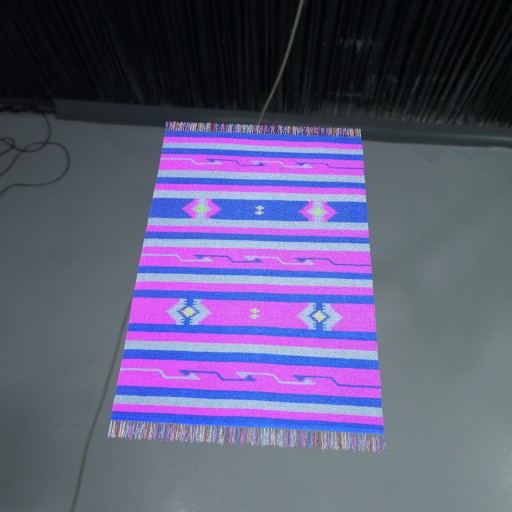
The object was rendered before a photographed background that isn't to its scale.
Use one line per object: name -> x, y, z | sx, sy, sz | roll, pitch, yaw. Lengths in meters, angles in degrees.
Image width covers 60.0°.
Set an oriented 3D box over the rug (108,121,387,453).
rug -> 0.000, 0.000, 2.951 | 1.539, 0.013, 2.350 | 3, 63, 1
